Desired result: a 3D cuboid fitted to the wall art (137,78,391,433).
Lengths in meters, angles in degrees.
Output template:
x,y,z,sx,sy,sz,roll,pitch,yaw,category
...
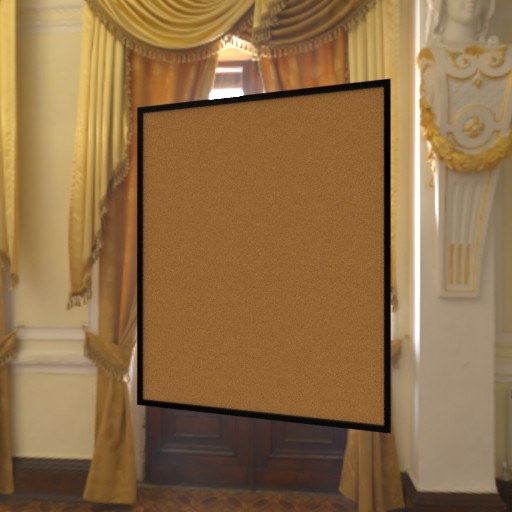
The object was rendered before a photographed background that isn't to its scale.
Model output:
x,y,z,sx,sy,sz,roll,pitch,yaw,category
0.000,0.000,0.775,0.451,0.553,0.039,0,0,17,wall art
